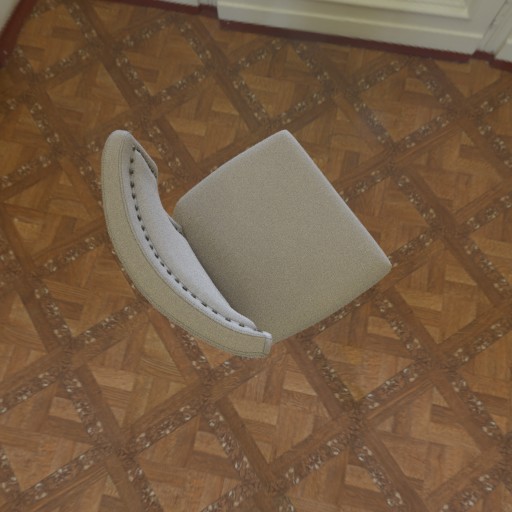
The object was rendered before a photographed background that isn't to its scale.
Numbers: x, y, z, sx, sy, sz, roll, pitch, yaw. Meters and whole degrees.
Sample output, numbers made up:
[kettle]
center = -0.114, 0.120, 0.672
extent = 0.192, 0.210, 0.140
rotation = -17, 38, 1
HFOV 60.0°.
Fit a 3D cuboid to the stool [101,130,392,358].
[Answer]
[stool]
center = 0.000, 0.000, 1.294
extent = 0.563, 0.982, 0.527
rotation = -33, 77, -8
